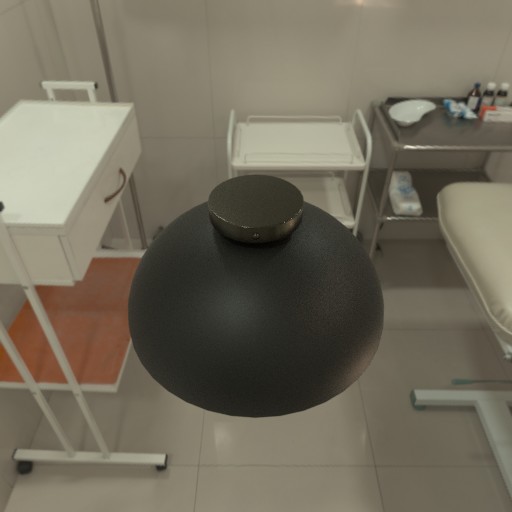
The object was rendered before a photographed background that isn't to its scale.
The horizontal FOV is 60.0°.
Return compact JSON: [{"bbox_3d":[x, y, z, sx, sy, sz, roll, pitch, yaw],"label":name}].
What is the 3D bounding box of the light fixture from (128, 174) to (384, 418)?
[{"bbox_3d":[0.000,0.000,0.577,0.355,0.177,0.355,0,41,0],"label":"light fixture"}]
